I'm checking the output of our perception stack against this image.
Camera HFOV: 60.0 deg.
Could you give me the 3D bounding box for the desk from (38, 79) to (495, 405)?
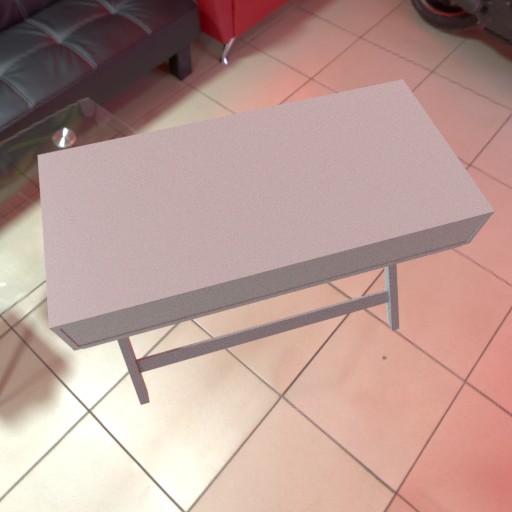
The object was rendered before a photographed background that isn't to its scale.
[{"bbox_3d":[0.000,0.000,1.465,1.057,0.780,0.525,-14,61,-8],"label":"desk"}]
